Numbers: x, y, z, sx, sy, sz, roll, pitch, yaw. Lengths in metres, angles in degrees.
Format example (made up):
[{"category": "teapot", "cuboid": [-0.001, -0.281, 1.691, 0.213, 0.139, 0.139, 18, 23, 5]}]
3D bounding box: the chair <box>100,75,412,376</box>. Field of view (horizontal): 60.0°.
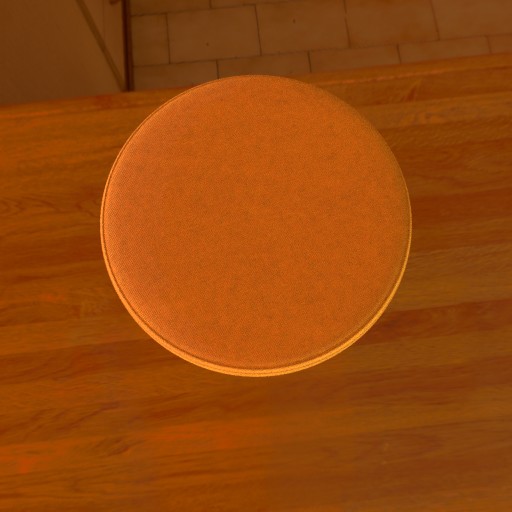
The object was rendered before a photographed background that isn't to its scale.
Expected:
[{"category": "chair", "cuboid": [0.000, 0.000, 0.686, 0.345, 0.455, 0.345, -36, 80, -8]}]
